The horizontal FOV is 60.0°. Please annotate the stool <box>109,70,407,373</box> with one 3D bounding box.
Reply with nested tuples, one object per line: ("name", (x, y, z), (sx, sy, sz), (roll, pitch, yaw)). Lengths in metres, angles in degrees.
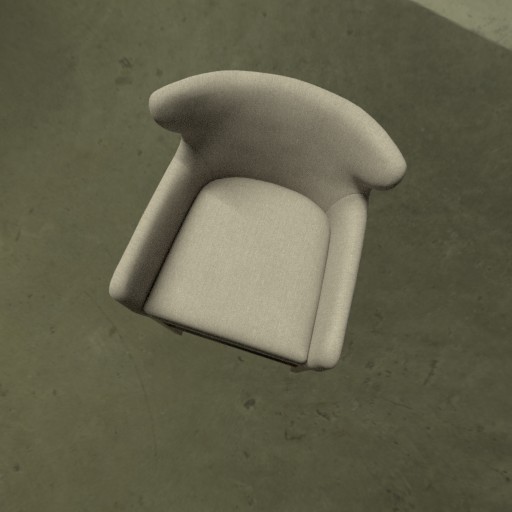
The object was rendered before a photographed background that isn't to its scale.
("stool", (0.000, 0.000, 1.389), (0.575, 1.047, 0.575), (17, 75, 5))
